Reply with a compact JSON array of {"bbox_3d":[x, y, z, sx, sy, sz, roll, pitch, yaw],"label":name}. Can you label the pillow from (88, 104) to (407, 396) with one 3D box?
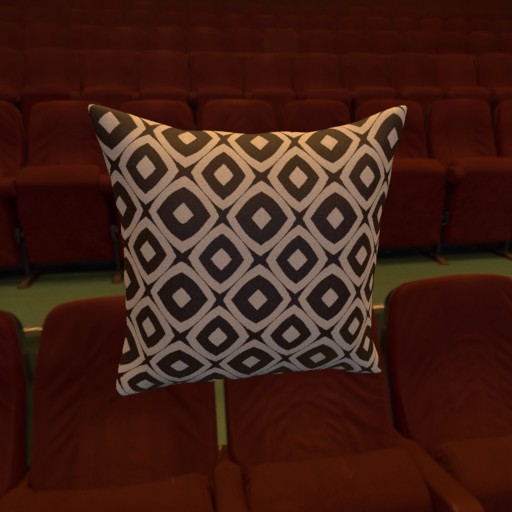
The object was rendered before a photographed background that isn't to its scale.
[{"bbox_3d":[0.000,0.000,0.763,0.504,0.494,0.188,-3,16,-9],"label":"pillow"}]
